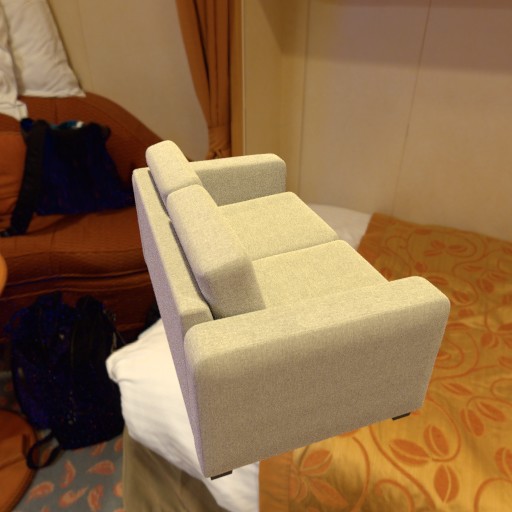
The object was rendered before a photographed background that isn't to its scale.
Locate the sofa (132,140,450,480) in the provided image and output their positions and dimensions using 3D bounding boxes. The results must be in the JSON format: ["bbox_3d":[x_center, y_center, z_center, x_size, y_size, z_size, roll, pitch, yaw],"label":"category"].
[{"bbox_3d":[0.000,0.000,2.006,0.900,0.800,1.540,-11,33,-17],"label":"sofa"}]
